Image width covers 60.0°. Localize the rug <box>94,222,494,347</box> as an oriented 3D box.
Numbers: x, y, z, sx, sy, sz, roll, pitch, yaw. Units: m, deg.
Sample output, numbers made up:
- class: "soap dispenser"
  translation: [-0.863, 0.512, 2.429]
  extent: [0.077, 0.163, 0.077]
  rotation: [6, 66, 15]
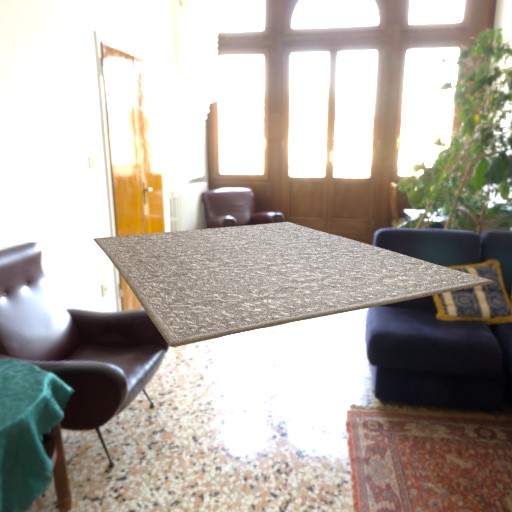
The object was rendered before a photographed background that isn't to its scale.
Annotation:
- class: "rug"
  translation: [0.000, 0.000, 4.074]
  extent: [2.472, 0.035, 3.017]
  rotation: [-7, 15, -26]
